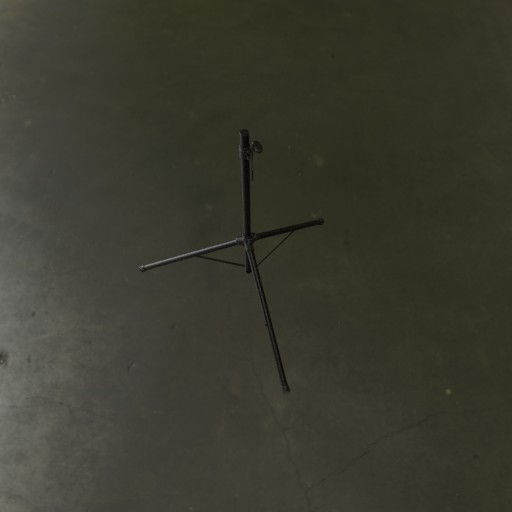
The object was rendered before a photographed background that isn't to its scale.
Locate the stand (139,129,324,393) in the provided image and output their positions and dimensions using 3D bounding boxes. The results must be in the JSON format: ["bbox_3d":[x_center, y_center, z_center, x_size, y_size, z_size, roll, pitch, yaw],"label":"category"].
[{"bbox_3d":[0.000,0.000,2.736,1.596,1.595,1.339,-14,59,-9],"label":"stand"}]
